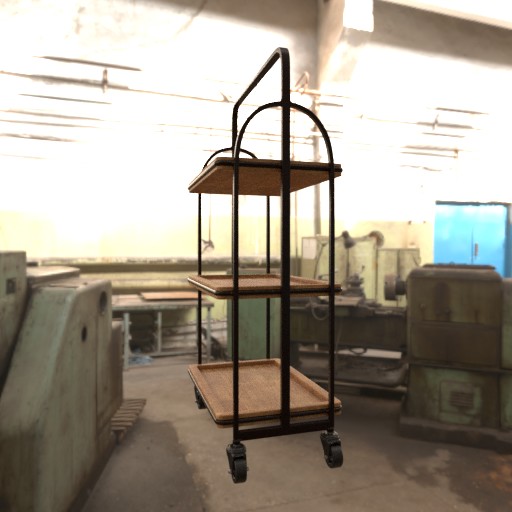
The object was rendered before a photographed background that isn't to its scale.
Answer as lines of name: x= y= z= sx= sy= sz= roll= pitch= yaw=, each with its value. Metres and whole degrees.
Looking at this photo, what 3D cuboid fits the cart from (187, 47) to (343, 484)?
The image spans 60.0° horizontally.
cart: x=0.000 y=0.000 z=1.255 sx=0.327 sy=1.001 sz=0.553 roll=0 pitch=1 yaw=-17
